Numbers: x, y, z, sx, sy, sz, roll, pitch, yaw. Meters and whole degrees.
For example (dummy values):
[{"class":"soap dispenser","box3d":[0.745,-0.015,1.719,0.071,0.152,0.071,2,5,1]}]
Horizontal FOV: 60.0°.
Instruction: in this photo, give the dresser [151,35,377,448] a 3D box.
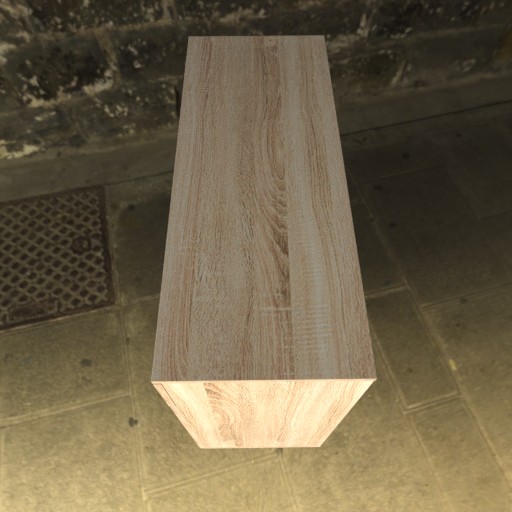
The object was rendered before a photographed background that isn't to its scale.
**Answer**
[{"class":"dresser","box3d":[0.000,0.000,1.517,0.450,0.900,1.100,-1,59,0]}]
